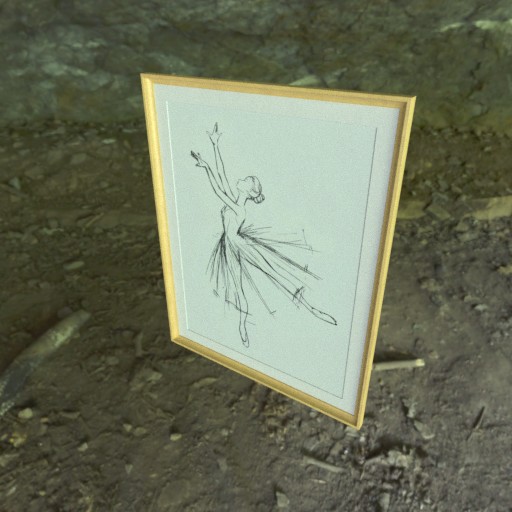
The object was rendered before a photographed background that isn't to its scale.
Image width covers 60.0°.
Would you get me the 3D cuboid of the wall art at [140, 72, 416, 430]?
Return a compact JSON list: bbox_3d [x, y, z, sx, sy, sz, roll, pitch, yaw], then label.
[{"bbox_3d":[0.000,0.000,1.365,0.798,1.002,0.030,17,33,29],"label":"wall art"}]
